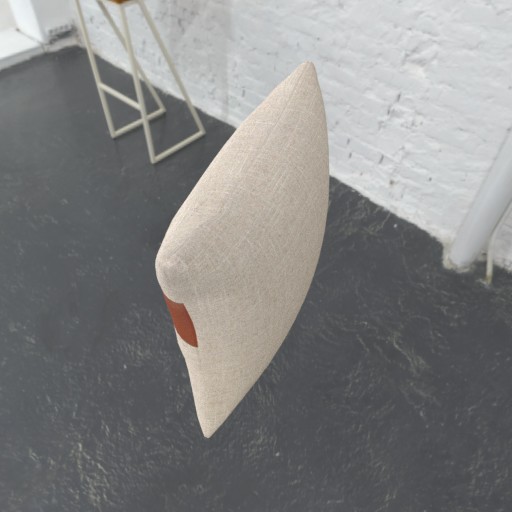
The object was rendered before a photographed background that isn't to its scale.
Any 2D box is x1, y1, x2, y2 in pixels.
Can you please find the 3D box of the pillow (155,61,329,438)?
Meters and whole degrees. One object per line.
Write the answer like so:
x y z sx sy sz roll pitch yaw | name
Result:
0.000 0.000 0.640 0.173 0.399 0.414 16 49 14 | pillow
